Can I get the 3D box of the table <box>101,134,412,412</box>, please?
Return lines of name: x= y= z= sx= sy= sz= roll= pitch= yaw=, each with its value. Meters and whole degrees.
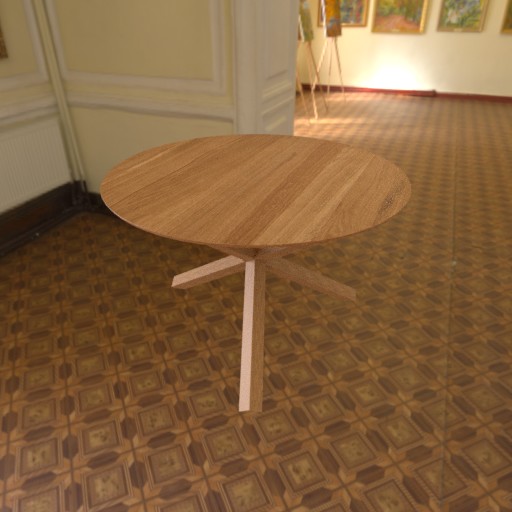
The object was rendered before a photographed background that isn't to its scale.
table: x=0.000 y=0.000 z=1.712 sx=1.038 sy=0.666 sz=1.038 roll=0 pitch=30 yaw=0
